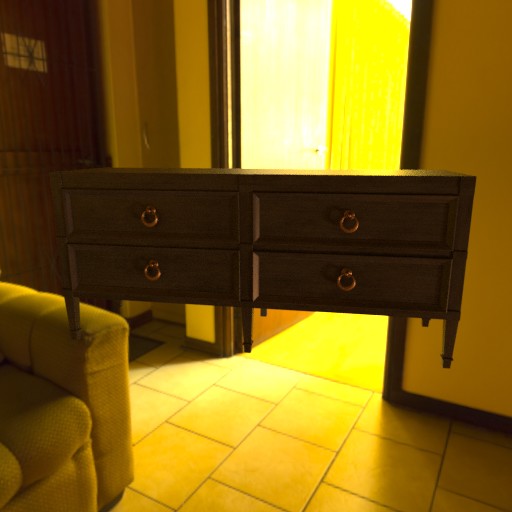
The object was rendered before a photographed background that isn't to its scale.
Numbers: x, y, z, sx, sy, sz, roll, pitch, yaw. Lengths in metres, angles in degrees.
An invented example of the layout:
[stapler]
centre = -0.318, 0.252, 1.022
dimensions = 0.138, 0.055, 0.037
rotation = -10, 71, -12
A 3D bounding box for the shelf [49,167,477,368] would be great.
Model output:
[shelf]
centre = 0.000, 0.000, 1.910
dimensions = 1.575, 0.719, 0.479
rotation = 2, 14, 10
